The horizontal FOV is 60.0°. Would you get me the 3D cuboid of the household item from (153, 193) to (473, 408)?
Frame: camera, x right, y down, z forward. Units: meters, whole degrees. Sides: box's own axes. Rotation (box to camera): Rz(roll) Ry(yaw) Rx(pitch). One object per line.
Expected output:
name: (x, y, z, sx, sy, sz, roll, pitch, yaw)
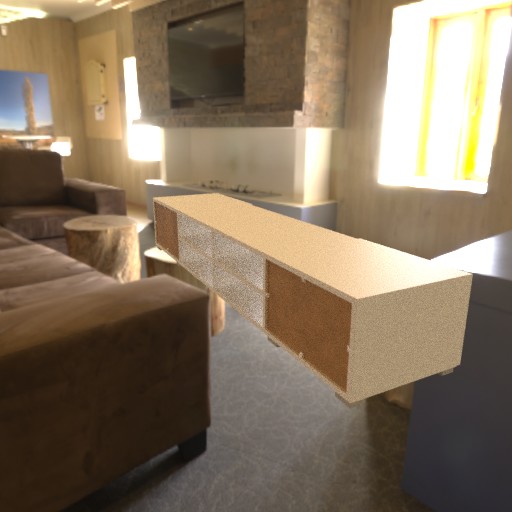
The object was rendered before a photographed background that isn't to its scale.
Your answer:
household item: (0.000, 0.000, 1.991, 0.420, 0.310, 1.850, -8, 18, -27)
